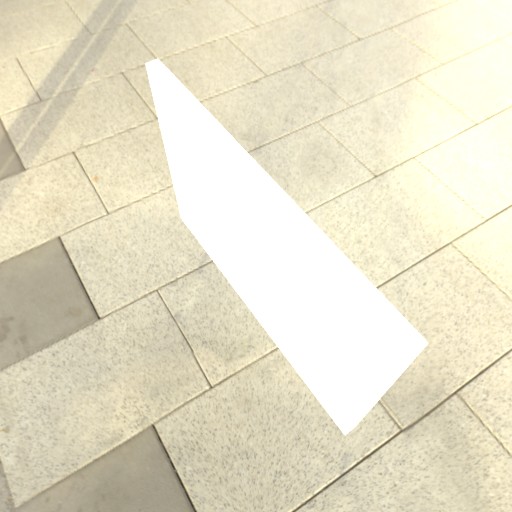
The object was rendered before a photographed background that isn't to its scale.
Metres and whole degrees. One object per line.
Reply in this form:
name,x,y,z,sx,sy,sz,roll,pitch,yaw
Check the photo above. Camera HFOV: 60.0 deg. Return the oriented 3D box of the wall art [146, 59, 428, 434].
wall art,0.000,0.000,1.671,0.051,0.902,1.308,-30,62,-18
